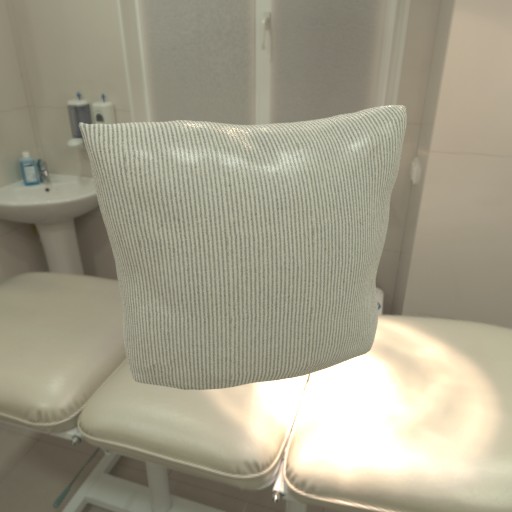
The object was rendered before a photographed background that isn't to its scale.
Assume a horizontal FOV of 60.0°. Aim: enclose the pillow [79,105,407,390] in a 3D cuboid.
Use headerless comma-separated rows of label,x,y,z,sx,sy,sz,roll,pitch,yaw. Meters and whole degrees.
pillow,0.000,0.000,0.683,0.387,0.432,0.310,8,27,16
